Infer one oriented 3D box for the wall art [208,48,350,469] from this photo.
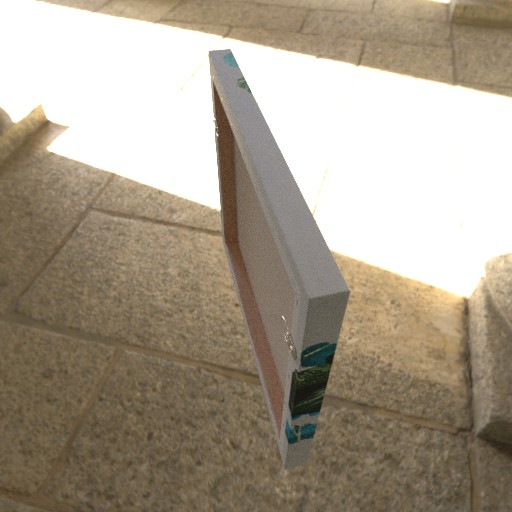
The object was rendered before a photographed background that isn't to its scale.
[{"bbox_3d":[0.000,0.000,0.697,0.041,0.435,0.507,-10,48,-9],"label":"wall art"}]
